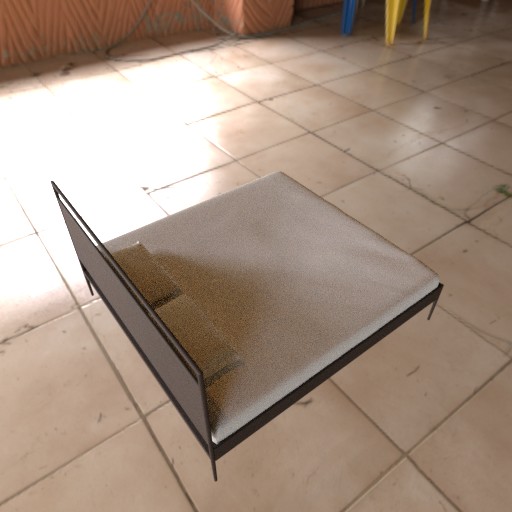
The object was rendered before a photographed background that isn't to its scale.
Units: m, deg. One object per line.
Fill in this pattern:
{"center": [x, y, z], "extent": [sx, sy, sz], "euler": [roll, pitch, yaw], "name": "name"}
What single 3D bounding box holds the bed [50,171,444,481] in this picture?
{"center": [0.000, 0.000, 3.419], "extent": [2.151, 1.173, 1.993], "euler": [-27, 48, -27], "name": "bed"}
